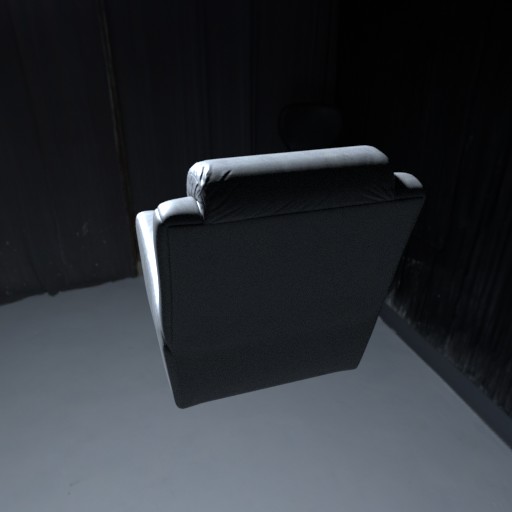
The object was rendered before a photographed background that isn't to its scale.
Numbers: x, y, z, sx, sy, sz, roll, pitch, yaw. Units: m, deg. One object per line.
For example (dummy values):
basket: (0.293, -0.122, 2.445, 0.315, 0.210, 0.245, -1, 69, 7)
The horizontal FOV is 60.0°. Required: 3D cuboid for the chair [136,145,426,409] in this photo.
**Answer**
chair: (0.000, 0.000, 1.951, 0.967, 1.116, 1.068, -8, 29, -15)
